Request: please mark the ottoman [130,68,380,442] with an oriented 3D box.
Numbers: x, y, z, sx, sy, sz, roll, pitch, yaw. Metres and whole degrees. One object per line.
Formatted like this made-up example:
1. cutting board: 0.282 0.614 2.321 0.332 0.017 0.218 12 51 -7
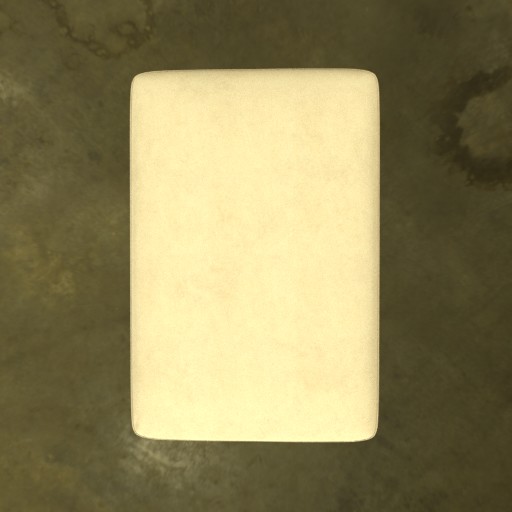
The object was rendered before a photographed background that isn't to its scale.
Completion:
1. ottoman: 0.000 0.000 1.183 0.584 0.483 0.864 0 91 2
